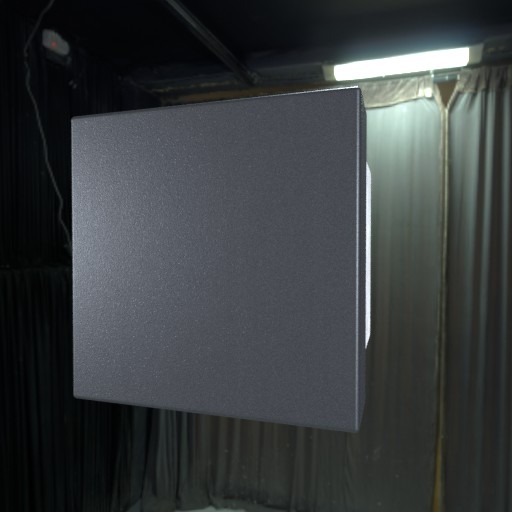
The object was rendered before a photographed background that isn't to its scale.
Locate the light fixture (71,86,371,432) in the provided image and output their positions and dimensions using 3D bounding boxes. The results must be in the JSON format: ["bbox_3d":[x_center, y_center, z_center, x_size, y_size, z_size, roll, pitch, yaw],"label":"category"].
[{"bbox_3d":[0.000,0.000,0.239,0.121,0.121,0.143,0,1,18],"label":"light fixture"}]
